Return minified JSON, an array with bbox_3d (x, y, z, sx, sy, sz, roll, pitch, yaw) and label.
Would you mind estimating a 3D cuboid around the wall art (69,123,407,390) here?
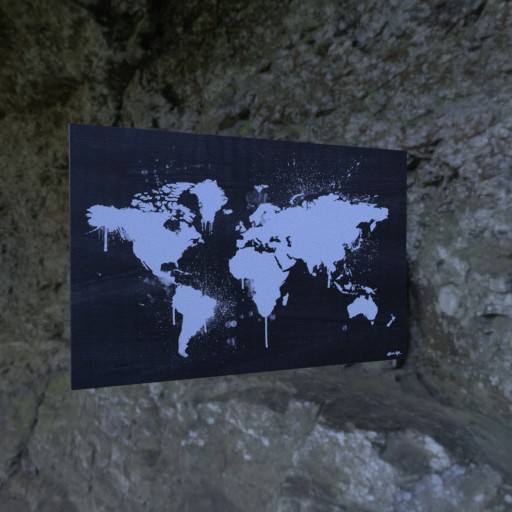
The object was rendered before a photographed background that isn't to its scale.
[{"bbox_3d":[0.000,0.000,0.788,0.610,0.409,0.038,0,1,-19],"label":"wall art"}]
